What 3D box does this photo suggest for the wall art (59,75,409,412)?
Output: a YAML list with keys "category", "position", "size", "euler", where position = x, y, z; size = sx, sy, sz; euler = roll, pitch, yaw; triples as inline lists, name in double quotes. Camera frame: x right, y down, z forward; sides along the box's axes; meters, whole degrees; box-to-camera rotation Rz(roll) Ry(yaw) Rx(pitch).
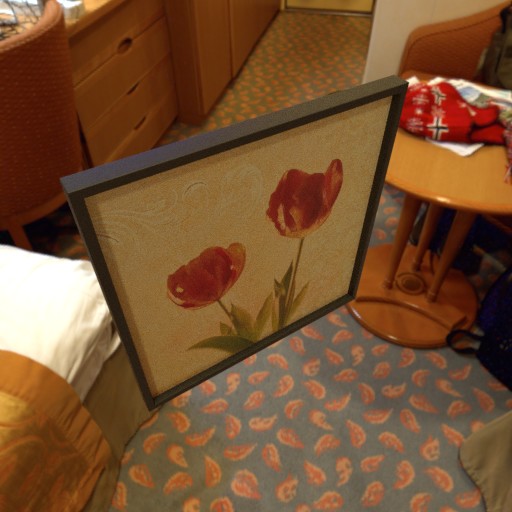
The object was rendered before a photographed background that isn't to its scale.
- category: "wall art"
  position: [0.000, 0.000, 0.523]
  size: [0.349, 0.349, 0.038]
  euler: [-24, 50, -22]
